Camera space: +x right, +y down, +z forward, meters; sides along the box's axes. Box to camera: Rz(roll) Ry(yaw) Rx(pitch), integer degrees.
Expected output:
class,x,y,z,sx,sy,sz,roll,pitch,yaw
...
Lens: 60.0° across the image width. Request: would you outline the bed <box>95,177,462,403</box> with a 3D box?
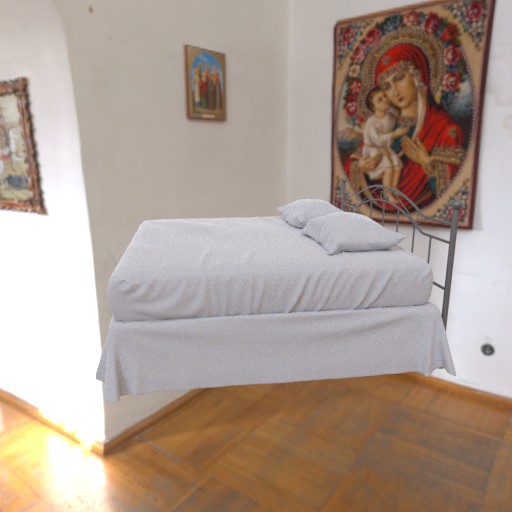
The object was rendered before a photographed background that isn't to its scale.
class,x,y,z,sx,sy,sz,roll,pitch,yaw
bed,0.000,0.000,3.528,2.220,1.080,2.309,-2,14,-8
